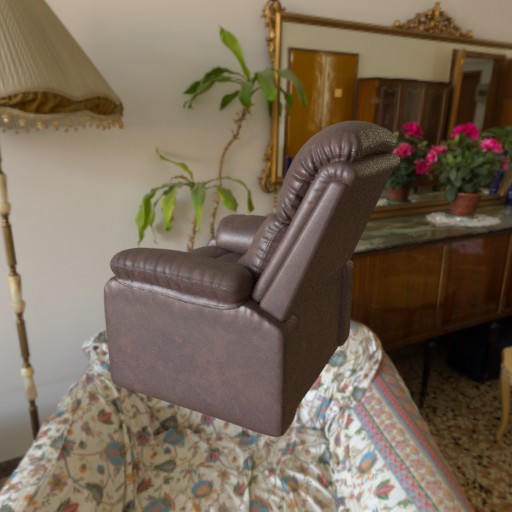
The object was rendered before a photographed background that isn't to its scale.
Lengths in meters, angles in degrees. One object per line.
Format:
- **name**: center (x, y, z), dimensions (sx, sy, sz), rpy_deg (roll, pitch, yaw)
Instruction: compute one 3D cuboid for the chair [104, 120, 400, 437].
- **chair**: center (0.000, 0.000, 1.707), dimensions (0.919, 0.992, 0.855), rpy_deg (8, 18, 25)
